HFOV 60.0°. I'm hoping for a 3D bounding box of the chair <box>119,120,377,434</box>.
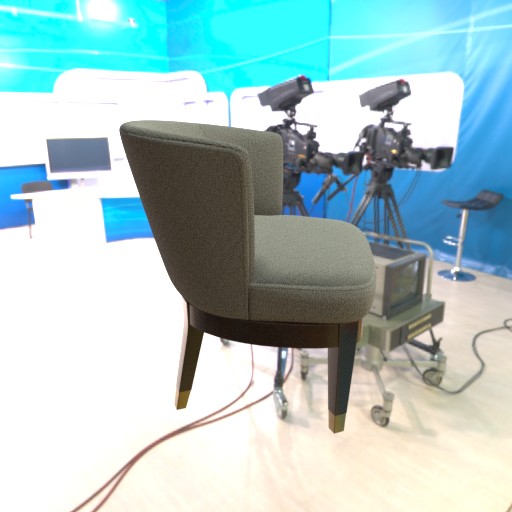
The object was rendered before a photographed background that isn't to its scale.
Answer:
[{"bbox_3d":[0.000,0.000,1.296,0.660,0.760,0.700,3,18,8],"label":"chair"}]
